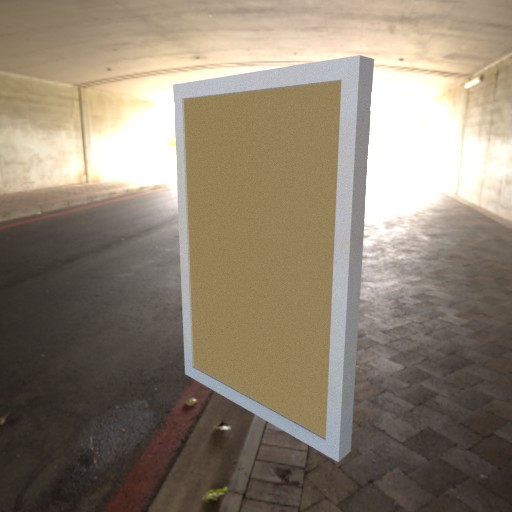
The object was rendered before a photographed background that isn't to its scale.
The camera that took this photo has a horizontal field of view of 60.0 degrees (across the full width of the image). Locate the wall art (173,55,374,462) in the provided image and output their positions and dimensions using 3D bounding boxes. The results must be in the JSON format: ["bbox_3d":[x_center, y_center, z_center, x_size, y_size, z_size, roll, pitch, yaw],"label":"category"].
[{"bbox_3d":[0.000,0.000,0.795,0.408,0.611,0.038,13,19,43],"label":"wall art"}]
